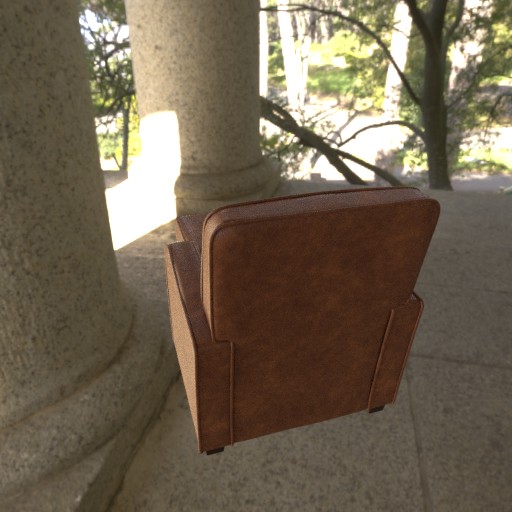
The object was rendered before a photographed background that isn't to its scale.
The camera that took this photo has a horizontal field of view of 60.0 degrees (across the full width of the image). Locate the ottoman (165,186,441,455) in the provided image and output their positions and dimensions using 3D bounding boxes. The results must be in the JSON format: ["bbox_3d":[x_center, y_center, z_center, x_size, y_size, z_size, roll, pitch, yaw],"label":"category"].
[{"bbox_3d":[0.000,0.000,1.827,0.732,0.904,1.314,-8,28,-16],"label":"ottoman"}]
